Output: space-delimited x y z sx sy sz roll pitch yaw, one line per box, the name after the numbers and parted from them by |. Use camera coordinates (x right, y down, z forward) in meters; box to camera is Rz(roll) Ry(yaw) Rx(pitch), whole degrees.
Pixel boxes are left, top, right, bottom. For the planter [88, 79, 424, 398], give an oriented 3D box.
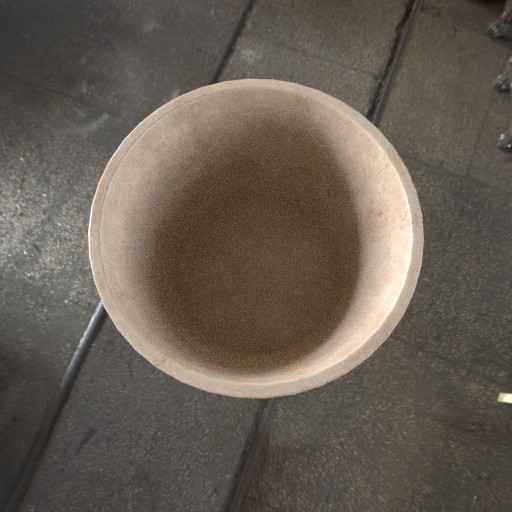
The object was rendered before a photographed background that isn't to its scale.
0.000 0.000 0.278 0.164 0.127 0.164 0 75 0 | planter
